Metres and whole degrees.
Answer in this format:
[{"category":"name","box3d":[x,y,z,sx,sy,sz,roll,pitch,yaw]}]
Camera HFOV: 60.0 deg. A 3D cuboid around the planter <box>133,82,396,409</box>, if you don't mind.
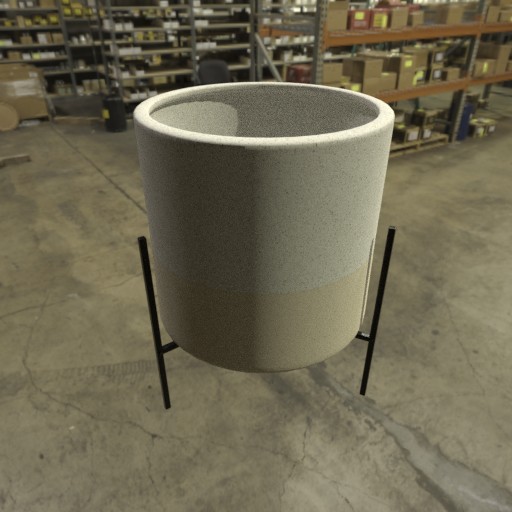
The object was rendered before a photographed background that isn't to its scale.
[{"category":"planter","box3d":[0.000,0.000,0.641,0.335,0.423,0.313,-20,37,-30]}]
